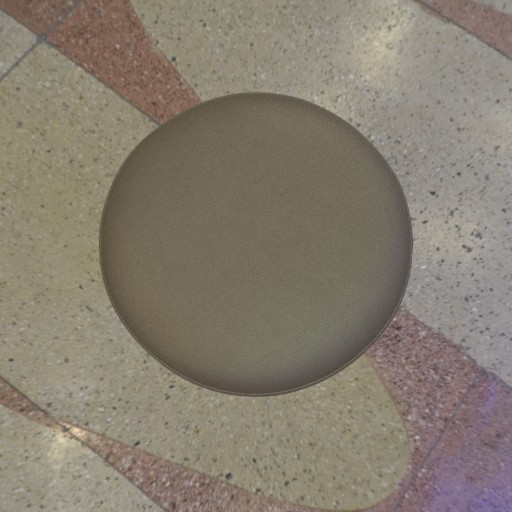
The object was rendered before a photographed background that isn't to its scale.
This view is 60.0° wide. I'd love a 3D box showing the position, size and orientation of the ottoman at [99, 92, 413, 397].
[{"bbox_3d":[0.000,0.000,0.864,0.500,0.409,0.500,0,77,0],"label":"ottoman"}]
